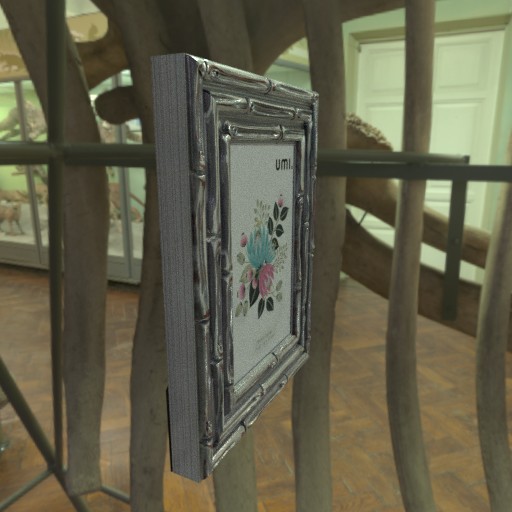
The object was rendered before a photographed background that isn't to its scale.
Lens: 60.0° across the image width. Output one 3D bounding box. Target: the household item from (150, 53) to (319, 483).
[{"bbox_3d":[0.000,0.000,0.288,0.025,0.216,0.165,7,16,26],"label":"household item"}]
